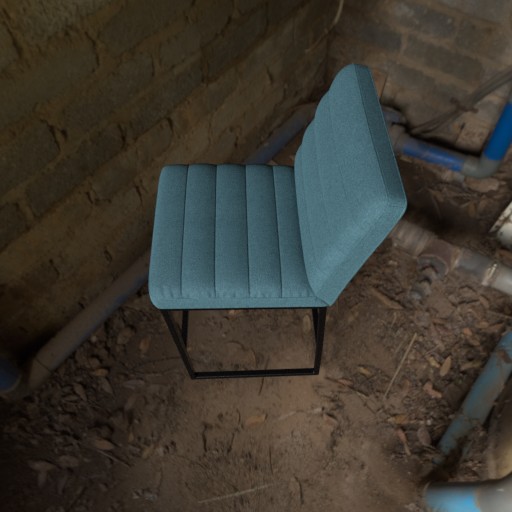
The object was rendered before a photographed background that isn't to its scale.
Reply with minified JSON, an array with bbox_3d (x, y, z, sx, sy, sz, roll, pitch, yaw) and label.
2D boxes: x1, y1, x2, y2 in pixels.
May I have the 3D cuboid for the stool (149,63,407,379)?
[{"bbox_3d":[0.000,0.000,1.372,0.560,1.040,0.460,-2,58,-1],"label":"stool"}]
